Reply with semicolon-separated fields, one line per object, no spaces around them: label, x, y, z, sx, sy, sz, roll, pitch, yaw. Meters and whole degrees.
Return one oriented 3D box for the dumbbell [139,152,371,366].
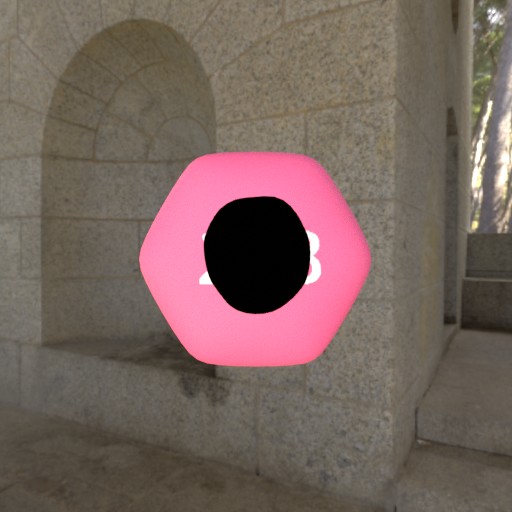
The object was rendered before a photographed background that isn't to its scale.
dumbbell;0.000;0.000;0.172;0.058;0.053;0.146;0;1;1
